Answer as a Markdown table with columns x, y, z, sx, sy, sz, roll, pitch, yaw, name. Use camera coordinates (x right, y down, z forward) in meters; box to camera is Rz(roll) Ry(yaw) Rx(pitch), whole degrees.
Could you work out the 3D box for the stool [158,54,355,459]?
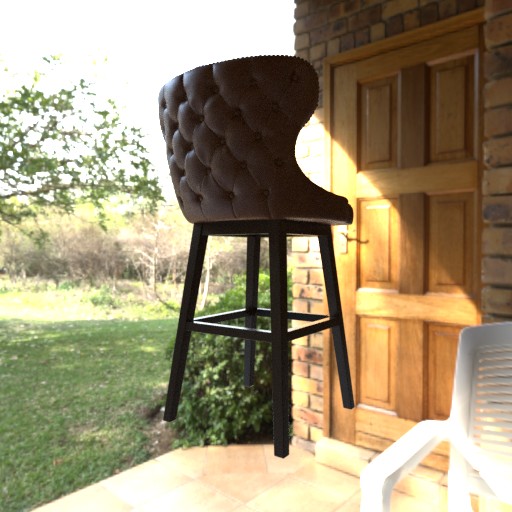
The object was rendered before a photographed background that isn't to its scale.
| x | y | z | sx | sy | sz | roll | pitch | yaw | name |
| --- | --- | --- | --- | --- | --- | --- | --- | --- | --- |
| 0.000 | 0.000 | 1.490 | 0.591 | 1.087 | 0.606 | 1 | 1 | 35 | stool |
